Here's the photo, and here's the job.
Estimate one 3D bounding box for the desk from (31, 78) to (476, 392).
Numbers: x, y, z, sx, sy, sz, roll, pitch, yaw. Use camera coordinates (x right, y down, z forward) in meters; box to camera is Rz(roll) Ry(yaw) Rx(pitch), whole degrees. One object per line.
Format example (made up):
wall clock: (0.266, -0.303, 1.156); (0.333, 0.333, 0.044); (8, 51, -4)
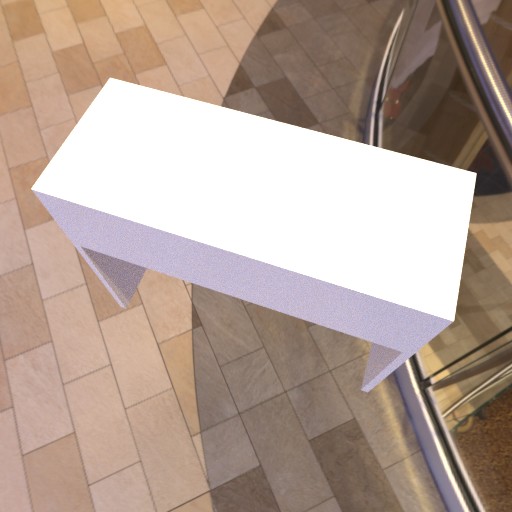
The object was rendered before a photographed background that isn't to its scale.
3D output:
desk: (0.000, 0.000, 1.422); (1.000, 0.790, 0.400); (17, 64, 9)
